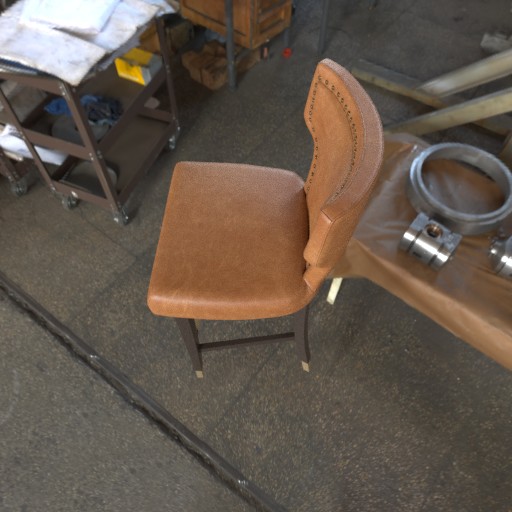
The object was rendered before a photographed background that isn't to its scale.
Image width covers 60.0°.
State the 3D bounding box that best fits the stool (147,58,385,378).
[{"bbox_3d":[0.000,0.000,1.428,0.563,1.092,0.526,3,58,2],"label":"stool"}]
